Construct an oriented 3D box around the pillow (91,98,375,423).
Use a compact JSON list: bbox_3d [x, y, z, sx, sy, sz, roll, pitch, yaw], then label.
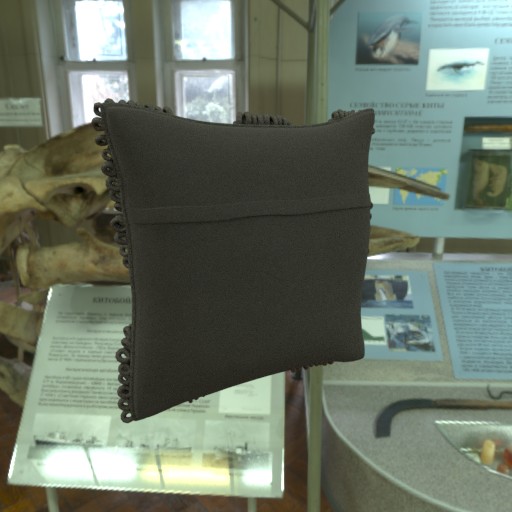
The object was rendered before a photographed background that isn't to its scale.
[{"bbox_3d":[0.000,0.000,0.717,0.470,0.467,0.172,-8,16,-27],"label":"pillow"}]
